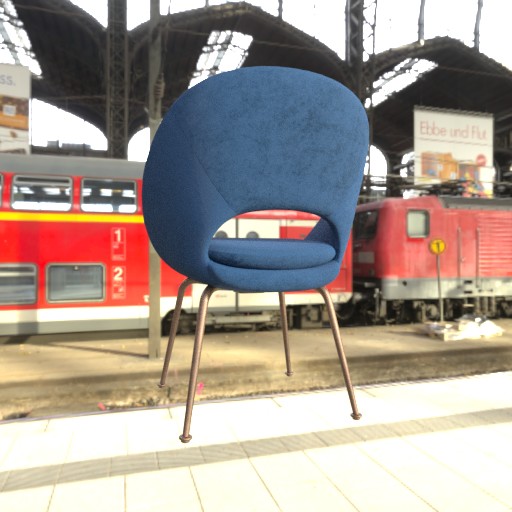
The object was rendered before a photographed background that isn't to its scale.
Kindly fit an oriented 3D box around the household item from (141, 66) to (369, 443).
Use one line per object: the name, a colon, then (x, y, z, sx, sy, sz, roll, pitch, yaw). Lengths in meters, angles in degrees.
household item: (0.000, 0.000, 1.257, 0.623, 0.852, 0.573, 0, 0, -19)
